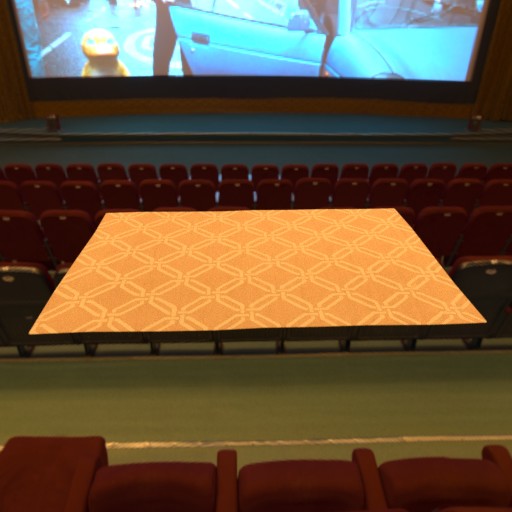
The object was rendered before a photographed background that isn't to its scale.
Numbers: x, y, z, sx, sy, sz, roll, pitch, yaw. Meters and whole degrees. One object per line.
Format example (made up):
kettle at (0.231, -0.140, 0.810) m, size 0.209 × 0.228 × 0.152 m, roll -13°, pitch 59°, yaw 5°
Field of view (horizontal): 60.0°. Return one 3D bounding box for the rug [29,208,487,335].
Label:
rug at (0.000, 0.000, 2.166) m, size 1.745 × 0.010 × 1.146 m, roll -1°, pitch 29°, yaw -2°
